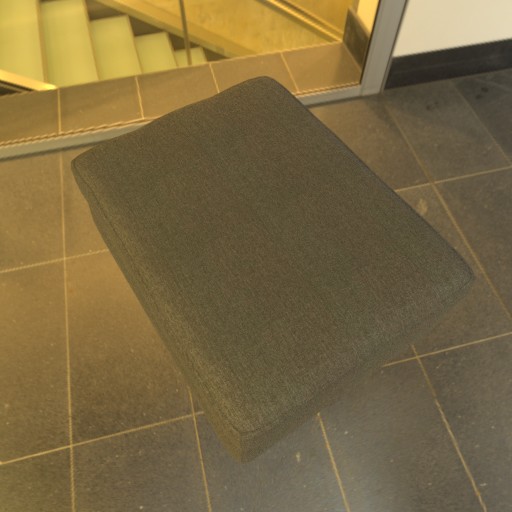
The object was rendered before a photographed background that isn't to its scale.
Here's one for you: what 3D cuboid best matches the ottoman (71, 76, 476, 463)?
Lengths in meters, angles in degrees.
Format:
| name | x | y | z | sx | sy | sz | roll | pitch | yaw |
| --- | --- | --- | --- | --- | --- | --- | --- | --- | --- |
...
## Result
| name | x | y | z | sx | sy | sz | roll | pitch | yaw |
| --- | --- | --- | --- | --- | --- | --- | --- | --- | --- |
| ottoman | 0.000 | 0.000 | 1.186 | 0.639 | 0.496 | 0.826 | -30 | 64 | -16 |
